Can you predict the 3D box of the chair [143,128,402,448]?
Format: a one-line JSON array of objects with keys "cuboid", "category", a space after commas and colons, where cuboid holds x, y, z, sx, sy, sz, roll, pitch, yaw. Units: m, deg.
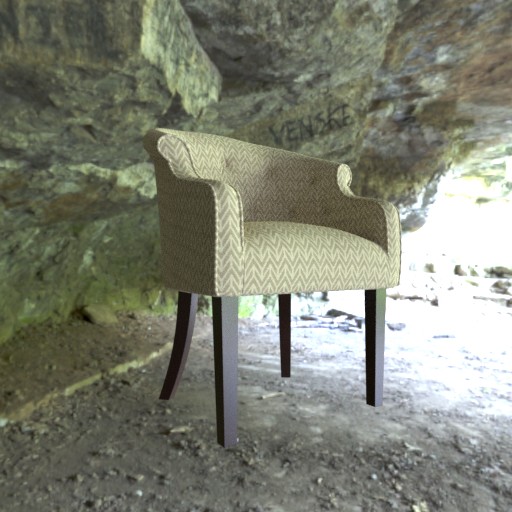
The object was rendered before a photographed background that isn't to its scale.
[{"cuboid": [0.000, 0.000, 1.346, 0.686, 0.858, 0.613, 0, -1, -34], "category": "chair"}]
